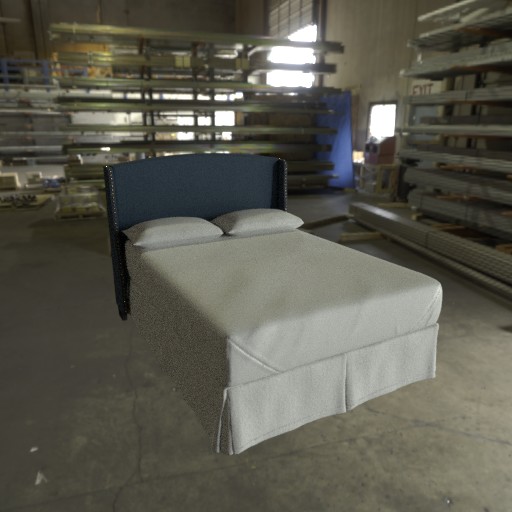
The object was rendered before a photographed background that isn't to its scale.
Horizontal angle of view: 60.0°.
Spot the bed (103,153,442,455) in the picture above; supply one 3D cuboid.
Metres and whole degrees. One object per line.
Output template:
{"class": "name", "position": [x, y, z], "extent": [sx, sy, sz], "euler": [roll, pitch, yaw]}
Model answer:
{"class": "bed", "position": [0.000, 0.000, 3.357], "extent": [1.710, 1.407, 2.237], "euler": [-9, 19, -28]}
